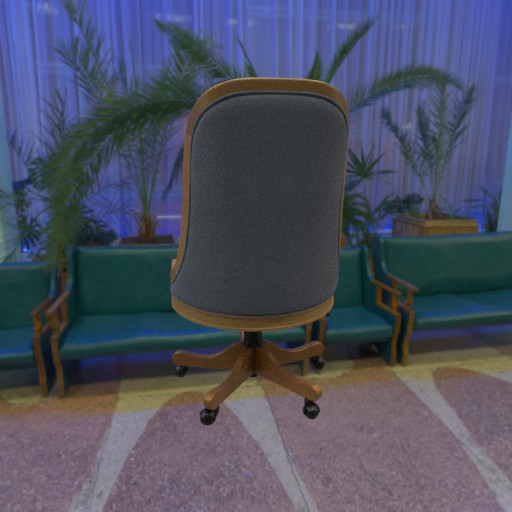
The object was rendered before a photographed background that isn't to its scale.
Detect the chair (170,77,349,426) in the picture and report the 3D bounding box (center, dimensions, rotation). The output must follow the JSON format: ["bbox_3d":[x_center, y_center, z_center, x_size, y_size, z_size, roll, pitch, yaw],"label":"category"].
[{"bbox_3d":[0.000,0.000,1.505,0.605,1.031,0.735,-2,14,-9],"label":"chair"}]
